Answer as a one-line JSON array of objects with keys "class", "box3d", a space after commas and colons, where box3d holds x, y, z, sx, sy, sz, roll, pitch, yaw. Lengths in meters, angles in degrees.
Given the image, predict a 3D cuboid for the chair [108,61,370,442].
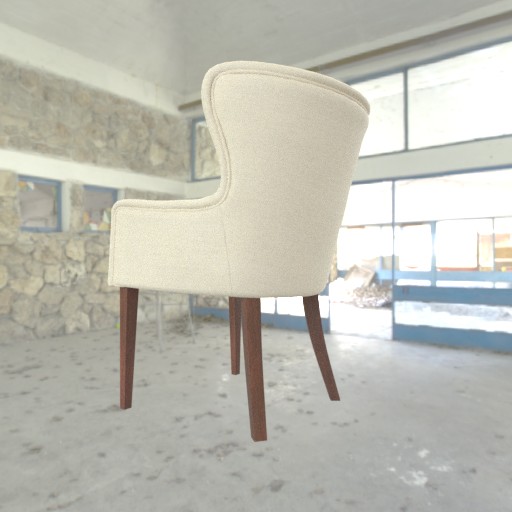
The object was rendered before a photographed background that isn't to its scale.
[{"class": "chair", "box3d": [0.000, 0.000, 1.476, 0.744, 0.990, 0.696, -1, -1, 37]}]
